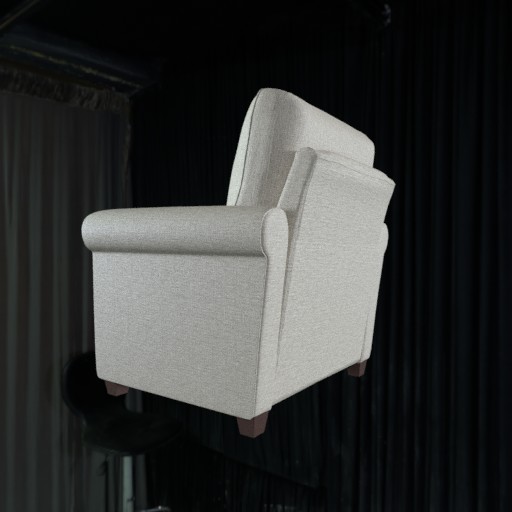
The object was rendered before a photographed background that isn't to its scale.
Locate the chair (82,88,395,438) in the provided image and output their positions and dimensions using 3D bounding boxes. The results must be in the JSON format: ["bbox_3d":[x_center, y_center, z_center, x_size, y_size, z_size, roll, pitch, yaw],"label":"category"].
[{"bbox_3d":[0.000,0.000,2.303,1.180,1.349,1.275,0,1,36],"label":"chair"}]
